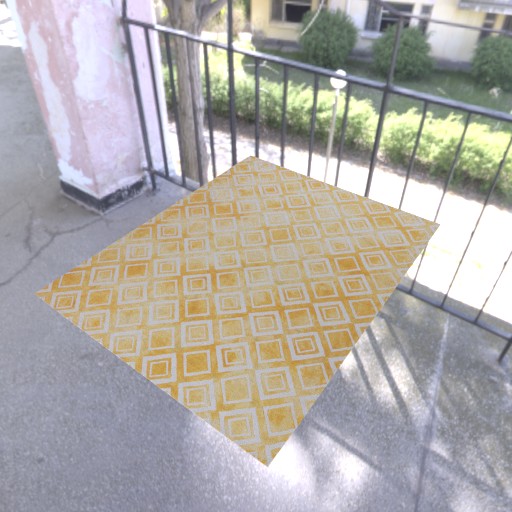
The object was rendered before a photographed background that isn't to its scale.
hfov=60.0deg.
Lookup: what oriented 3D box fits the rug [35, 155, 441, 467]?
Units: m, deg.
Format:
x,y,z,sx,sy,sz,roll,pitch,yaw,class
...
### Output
x,y,z,sx,sy,sz,roll,pitch,yaw,class
0.000,0.000,4.128,2.433,0.011,3.037,26,47,27,rug
